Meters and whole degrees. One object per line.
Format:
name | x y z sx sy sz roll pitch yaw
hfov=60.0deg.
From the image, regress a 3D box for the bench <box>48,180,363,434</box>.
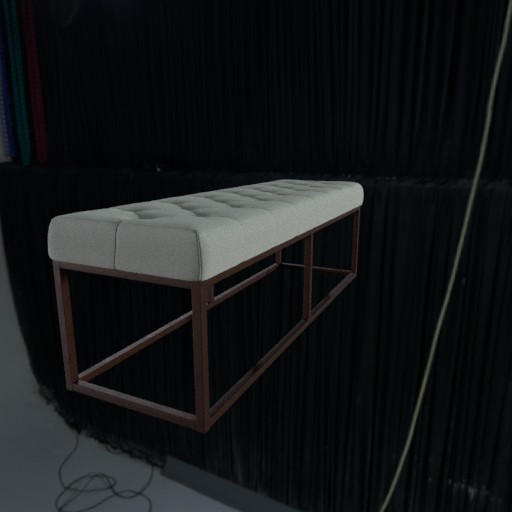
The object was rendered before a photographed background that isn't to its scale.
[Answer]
bench | 0.000 0.000 1.705 0.479 0.488 1.488 7 15 25
